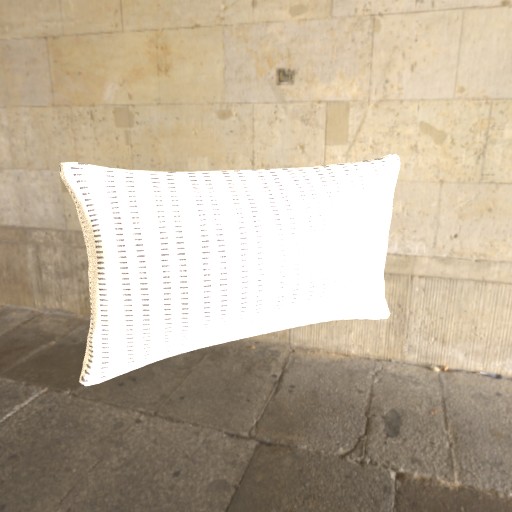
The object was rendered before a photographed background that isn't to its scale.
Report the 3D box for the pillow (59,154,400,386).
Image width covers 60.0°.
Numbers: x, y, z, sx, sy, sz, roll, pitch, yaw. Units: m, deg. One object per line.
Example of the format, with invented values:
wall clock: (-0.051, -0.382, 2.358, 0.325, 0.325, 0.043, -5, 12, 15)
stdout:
pillow: (0.000, 0.000, 0.809, 0.640, 0.353, 0.210, -8, 17, -25)
